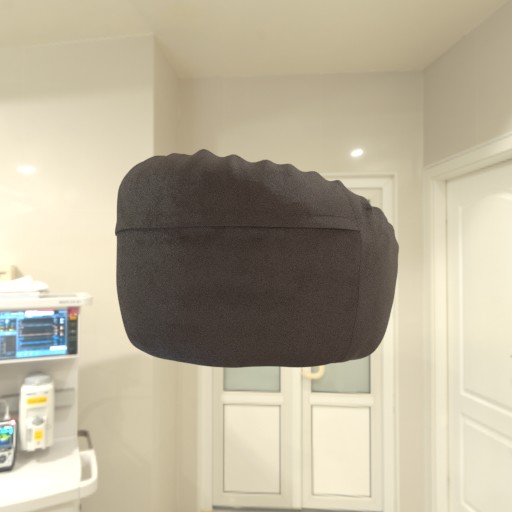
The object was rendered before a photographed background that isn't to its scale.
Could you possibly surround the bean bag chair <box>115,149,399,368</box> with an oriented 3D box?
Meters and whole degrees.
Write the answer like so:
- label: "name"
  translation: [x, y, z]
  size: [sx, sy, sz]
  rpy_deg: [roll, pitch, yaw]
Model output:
- label: "bean bag chair"
  translation: [0.000, 0.000, 2.050]
  size: [1.245, 0.821, 1.245]
  rpy_deg: [0, -1, 0]
